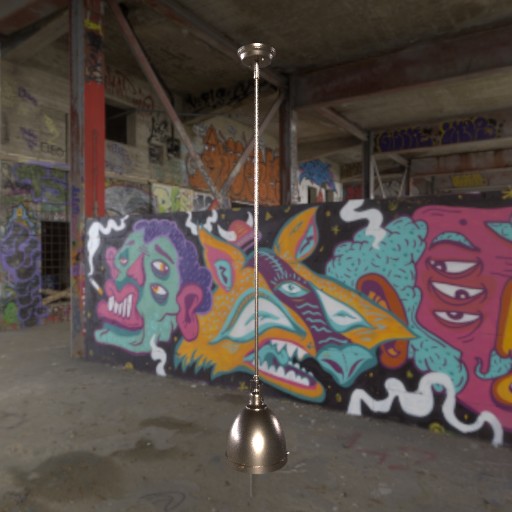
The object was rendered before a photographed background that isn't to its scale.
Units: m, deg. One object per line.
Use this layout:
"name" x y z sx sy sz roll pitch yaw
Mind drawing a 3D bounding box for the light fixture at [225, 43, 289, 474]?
"light fixture" 0.000 0.000 1.496 0.211 1.367 0.217 0 0 -37
